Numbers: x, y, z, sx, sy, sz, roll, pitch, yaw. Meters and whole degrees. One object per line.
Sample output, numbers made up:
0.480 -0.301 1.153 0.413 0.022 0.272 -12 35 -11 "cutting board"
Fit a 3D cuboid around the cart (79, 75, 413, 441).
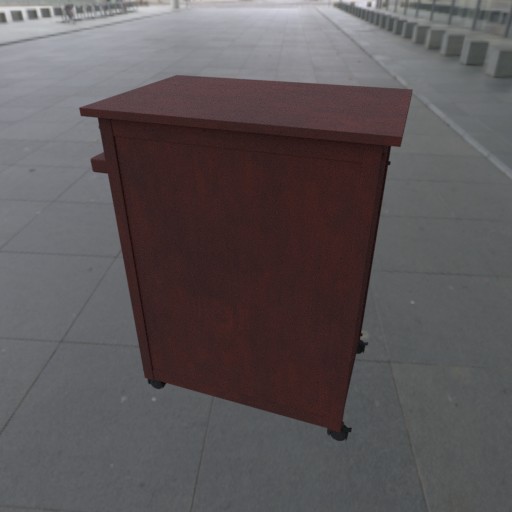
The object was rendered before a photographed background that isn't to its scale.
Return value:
0.000 0.000 1.257 0.683 0.864 0.442 10 33 16 "cart"
